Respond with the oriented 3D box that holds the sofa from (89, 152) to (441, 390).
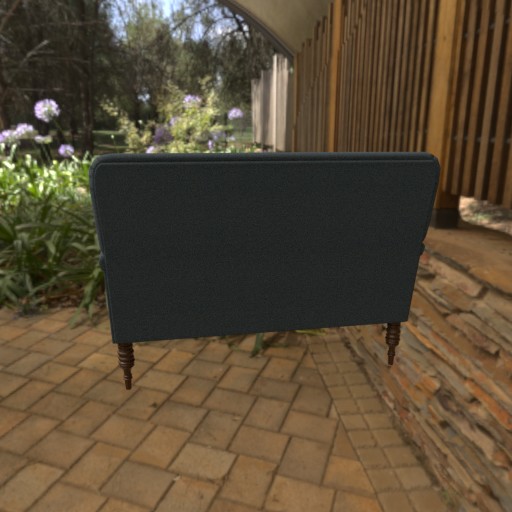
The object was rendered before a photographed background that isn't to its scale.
[{"bbox_3d":[0.000,0.000,1.912,1.297,0.889,0.779,-3,15,-10],"label":"sofa"}]
